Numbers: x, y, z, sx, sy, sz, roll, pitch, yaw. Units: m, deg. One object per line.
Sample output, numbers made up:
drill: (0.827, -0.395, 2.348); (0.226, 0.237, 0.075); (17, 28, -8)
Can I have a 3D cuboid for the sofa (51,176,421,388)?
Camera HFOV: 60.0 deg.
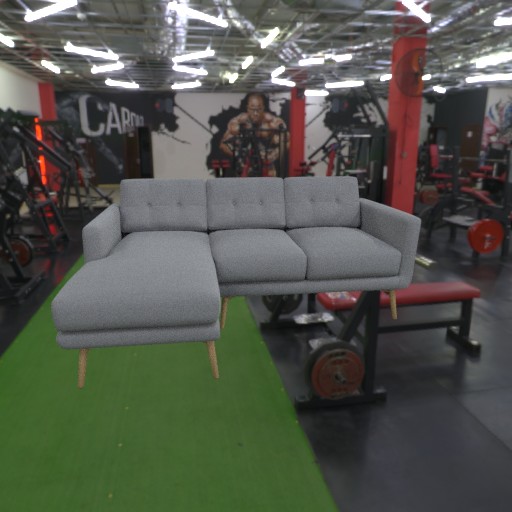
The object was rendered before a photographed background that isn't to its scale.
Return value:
sofa: (0.000, 0.000, 2.782); (2.040, 0.860, 1.530); (-2, 15, -7)
